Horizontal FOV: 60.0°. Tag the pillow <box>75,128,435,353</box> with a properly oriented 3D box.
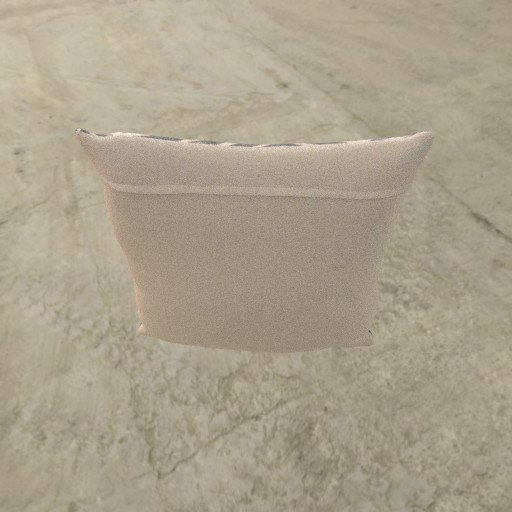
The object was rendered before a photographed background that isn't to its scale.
[{"bbox_3d":[0.000,0.000,0.682,0.440,0.441,0.182,2,46,2],"label":"pillow"}]
